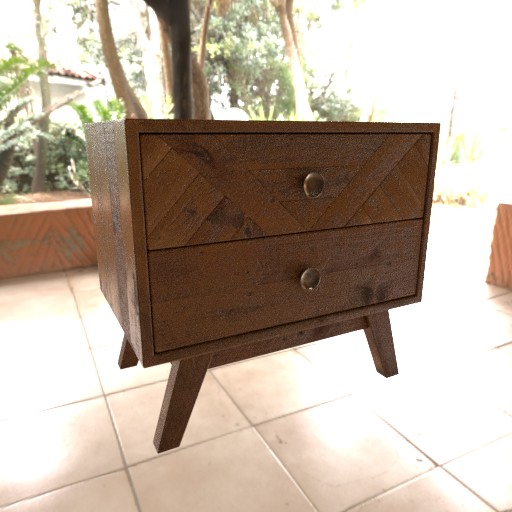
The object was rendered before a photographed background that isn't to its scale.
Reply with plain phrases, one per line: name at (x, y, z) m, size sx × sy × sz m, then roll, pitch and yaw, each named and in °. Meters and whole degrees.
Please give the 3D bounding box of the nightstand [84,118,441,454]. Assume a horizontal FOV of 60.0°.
nightstand at (0.000, 0.000, 1.043) m, size 0.650 × 0.599 × 0.450 m, roll -8°, pitch 18°, yaw -27°
